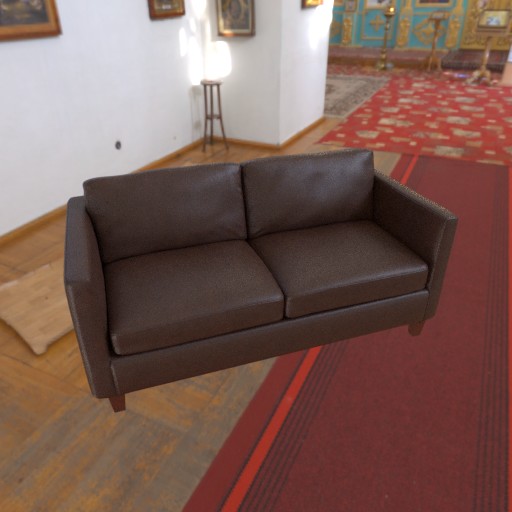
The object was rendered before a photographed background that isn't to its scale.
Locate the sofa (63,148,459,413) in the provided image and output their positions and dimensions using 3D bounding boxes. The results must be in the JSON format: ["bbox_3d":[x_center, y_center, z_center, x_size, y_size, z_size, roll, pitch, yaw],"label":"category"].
[{"bbox_3d":[0.000,0.000,2.462,1.883,0.933,0.951,-10,31,-17],"label":"sofa"}]
